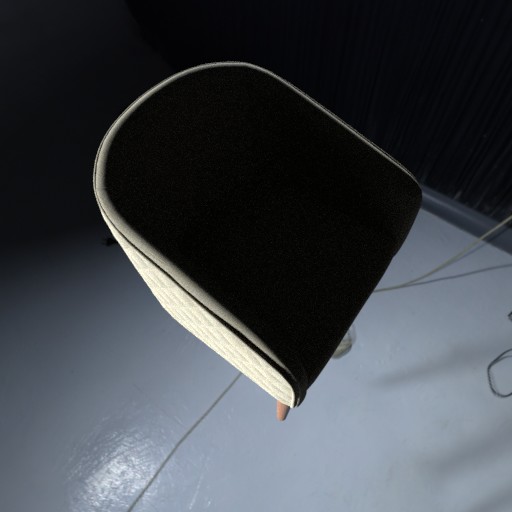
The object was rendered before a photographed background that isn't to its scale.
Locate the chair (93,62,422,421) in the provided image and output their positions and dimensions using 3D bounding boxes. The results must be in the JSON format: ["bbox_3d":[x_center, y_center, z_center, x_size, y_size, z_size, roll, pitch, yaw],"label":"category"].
[{"bbox_3d":[0.000,0.000,1.193,0.616,0.775,0.584,31,63,18],"label":"chair"}]
